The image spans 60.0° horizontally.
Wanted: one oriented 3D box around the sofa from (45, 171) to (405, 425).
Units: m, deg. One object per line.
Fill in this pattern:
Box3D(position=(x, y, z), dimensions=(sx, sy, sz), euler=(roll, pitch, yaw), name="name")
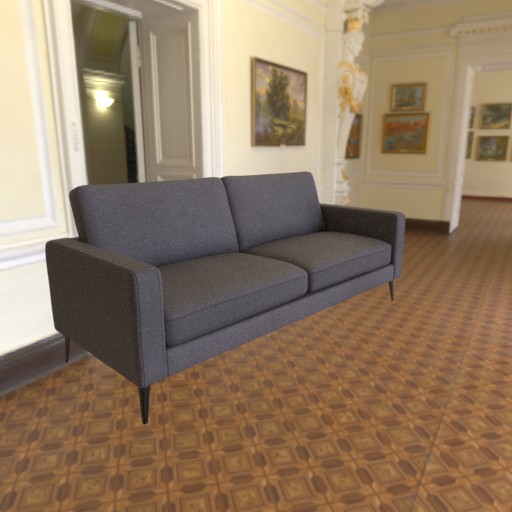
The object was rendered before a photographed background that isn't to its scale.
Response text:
Box3D(position=(0.000, 0.000, 2.410), dimensions=(0.774, 0.828, 1.925), euler=(13, 19, 43), name="sofa")
